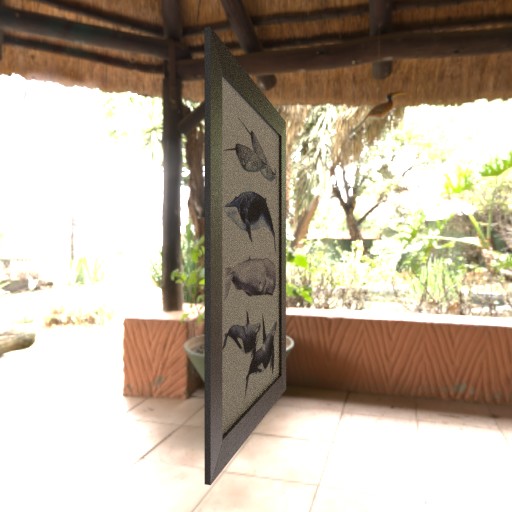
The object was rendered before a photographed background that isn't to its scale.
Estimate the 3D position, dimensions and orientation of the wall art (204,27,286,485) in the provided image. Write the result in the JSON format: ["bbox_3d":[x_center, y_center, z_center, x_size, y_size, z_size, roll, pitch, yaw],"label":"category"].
[{"bbox_3d":[0.000,0.000,1.469,0.016,1.116,0.810,0,0,17],"label":"wall art"}]
